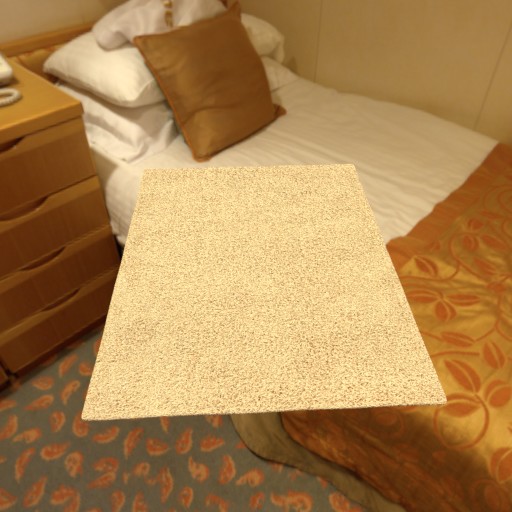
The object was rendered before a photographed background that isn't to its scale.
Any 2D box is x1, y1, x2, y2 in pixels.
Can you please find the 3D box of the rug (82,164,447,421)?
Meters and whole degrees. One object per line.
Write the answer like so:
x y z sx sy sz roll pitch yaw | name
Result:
0.000 0.000 4.046 2.438 0.029 3.047 -2 43 -2 | rug
